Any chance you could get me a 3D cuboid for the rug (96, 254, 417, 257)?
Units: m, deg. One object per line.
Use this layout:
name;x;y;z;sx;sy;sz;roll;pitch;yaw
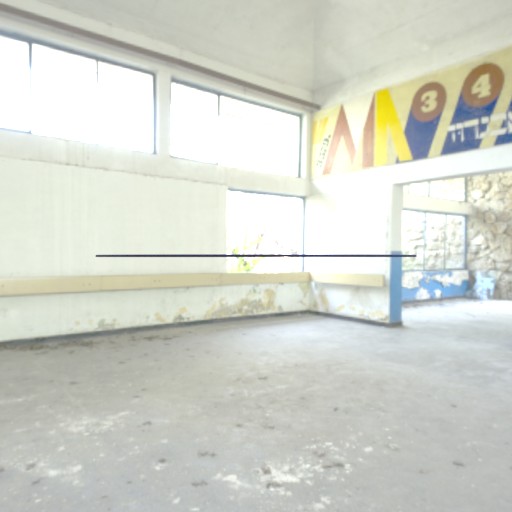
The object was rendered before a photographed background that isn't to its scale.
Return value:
rug;0.000;0.000;3.499;2.386;0.014;2.386;0;0;0
